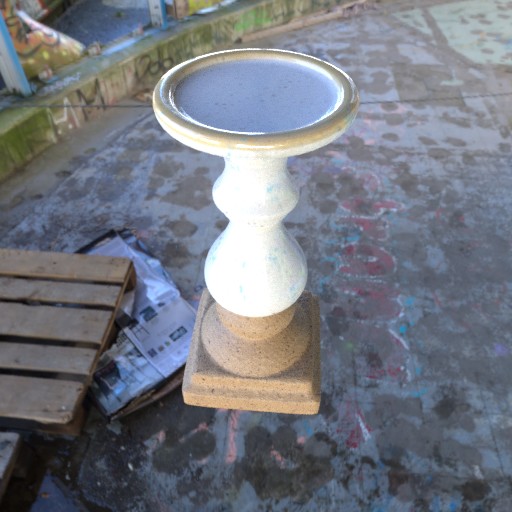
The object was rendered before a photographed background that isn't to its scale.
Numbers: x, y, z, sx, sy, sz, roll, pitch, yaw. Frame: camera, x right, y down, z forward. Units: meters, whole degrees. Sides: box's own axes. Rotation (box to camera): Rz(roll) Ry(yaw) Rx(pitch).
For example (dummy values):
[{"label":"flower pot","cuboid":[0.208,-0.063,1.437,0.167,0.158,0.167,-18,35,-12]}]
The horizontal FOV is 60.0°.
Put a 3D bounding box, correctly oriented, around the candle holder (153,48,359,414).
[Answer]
[{"label":"candle holder","cuboid":[0.000,0.000,0.303,0.110,0.239,0.110,3,46,3]}]
